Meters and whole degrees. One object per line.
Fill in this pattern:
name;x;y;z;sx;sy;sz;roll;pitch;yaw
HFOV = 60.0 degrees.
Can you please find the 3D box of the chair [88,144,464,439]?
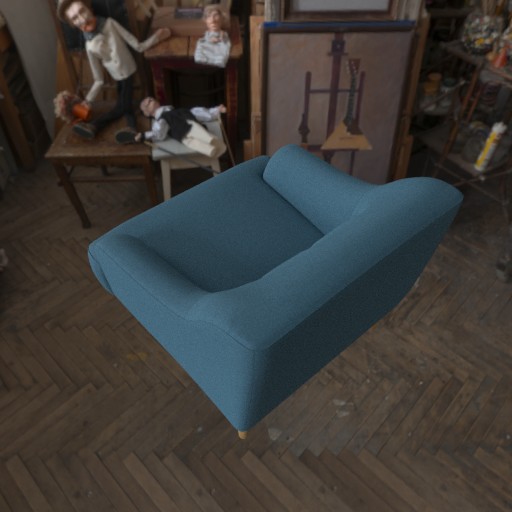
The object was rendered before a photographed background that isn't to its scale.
chair;0.000;0.000;1.626;0.946;0.818;0.951;-32;56;-25
